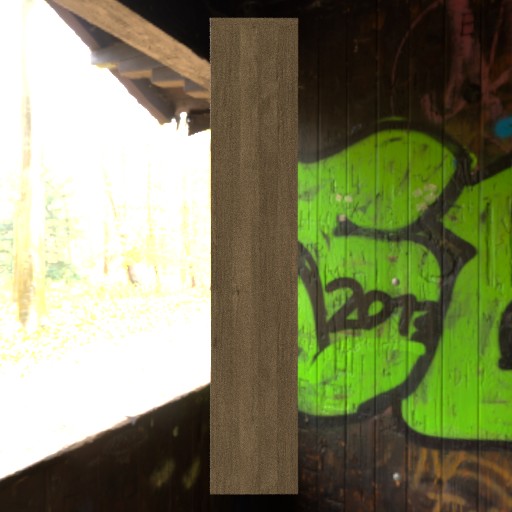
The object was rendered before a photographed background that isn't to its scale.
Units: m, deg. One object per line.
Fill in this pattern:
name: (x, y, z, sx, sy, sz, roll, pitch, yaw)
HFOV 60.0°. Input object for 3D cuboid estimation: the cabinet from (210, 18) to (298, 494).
cabinet: (0.000, 0.000, 1.567, 0.250, 1.280, 0.750, 0, 0, 0)
